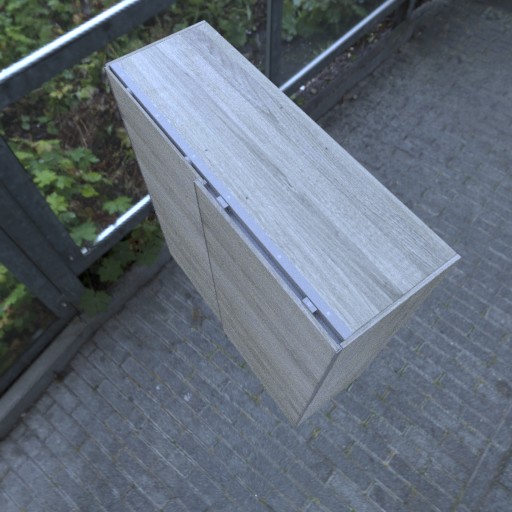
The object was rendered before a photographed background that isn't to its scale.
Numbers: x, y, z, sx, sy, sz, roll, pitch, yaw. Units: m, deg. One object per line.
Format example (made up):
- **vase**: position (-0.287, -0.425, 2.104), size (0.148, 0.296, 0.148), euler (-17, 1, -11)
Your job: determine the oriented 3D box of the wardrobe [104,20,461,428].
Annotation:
- **wardrobe**: position (0.000, 0.000, 2.790), size (0.629, 1.960, 1.780), euler (-33, 66, -16)
